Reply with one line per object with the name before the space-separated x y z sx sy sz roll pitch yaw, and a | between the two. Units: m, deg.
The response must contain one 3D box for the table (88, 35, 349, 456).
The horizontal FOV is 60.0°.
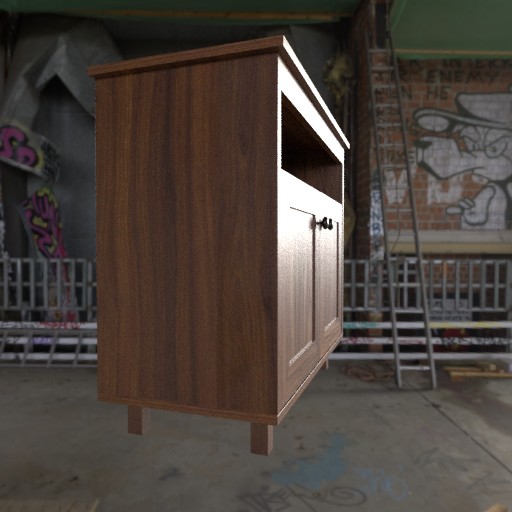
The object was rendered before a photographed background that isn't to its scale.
table | 0.000 0.000 1.153 0.390 0.725 0.802 0 1 19
